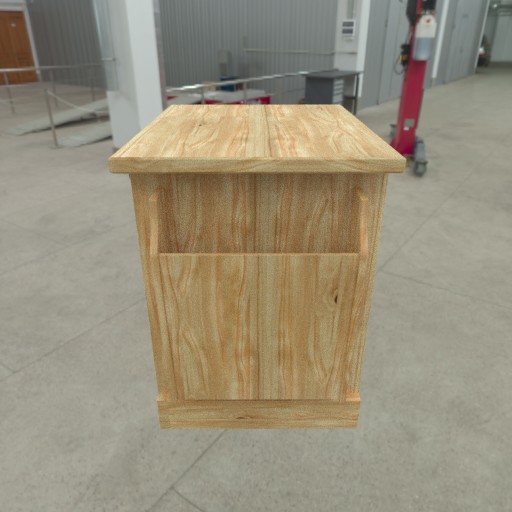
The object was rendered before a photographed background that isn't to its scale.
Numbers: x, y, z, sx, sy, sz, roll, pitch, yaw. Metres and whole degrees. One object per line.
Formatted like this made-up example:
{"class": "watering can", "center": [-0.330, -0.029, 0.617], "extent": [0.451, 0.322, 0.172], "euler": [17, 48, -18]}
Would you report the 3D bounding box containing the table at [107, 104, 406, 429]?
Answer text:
{"class": "table", "center": [0.000, 0.000, 0.887], "extent": [0.380, 0.515, 0.530], "euler": [0, 27, 0]}
